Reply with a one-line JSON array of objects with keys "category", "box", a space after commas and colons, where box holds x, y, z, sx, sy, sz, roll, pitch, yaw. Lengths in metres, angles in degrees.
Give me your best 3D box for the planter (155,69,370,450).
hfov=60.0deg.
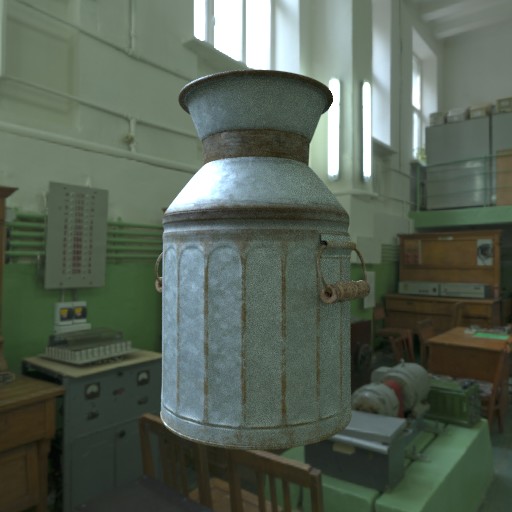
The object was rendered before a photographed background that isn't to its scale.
[{"category": "planter", "box": [0.000, 0.000, 0.511, 0.248, 0.358, 0.215, 0, 0, 36]}]
